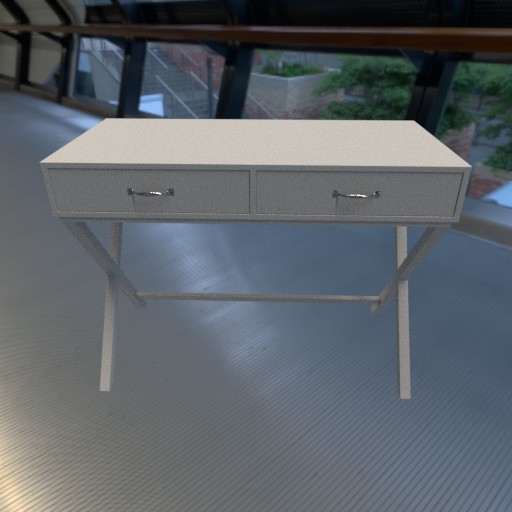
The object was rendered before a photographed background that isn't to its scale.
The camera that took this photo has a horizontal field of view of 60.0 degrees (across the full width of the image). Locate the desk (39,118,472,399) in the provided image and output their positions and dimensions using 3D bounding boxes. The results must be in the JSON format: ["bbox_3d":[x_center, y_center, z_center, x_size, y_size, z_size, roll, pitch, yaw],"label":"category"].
[{"bbox_3d":[0.000,0.000,1.482,1.057,0.780,0.525,1,29,2],"label":"desk"}]
